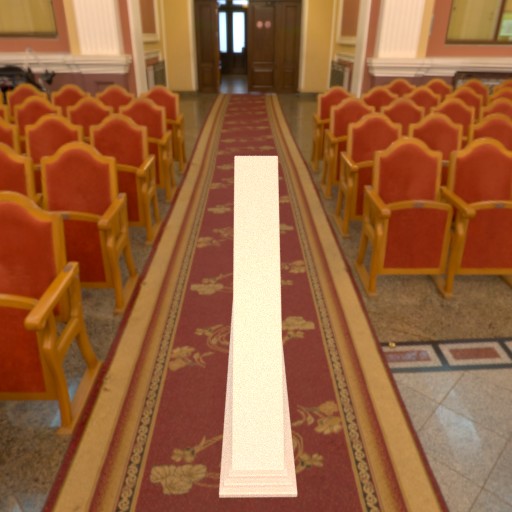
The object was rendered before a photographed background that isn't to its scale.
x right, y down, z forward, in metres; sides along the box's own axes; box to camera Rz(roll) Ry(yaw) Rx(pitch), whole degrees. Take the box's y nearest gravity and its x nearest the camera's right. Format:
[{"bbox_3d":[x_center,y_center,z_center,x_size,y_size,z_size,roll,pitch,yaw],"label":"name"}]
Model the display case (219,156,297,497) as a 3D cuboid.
[{"bbox_3d":[0.000,0.000,0.752,0.095,0.340,0.640,0,26,0],"label":"display case"}]
